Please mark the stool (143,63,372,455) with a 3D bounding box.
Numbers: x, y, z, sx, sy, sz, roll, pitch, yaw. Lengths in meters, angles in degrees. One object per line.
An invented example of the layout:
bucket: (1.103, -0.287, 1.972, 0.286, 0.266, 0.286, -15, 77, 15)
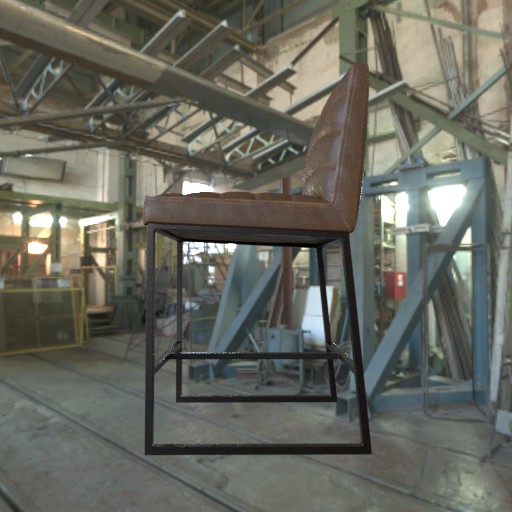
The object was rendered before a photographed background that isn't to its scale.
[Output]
stool: (0.000, 0.000, 1.266, 0.562, 0.942, 0.463, 0, -2, 0)
